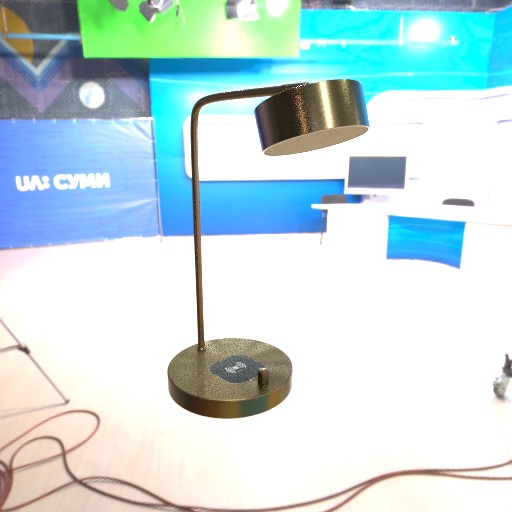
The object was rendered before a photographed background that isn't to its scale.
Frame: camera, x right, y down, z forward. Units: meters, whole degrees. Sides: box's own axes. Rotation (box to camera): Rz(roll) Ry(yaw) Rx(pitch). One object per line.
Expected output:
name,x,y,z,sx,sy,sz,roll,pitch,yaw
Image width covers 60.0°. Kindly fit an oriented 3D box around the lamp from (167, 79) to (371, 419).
lamp,0.000,0.000,0.531,0.171,0.380,0.270,-15,21,-43
